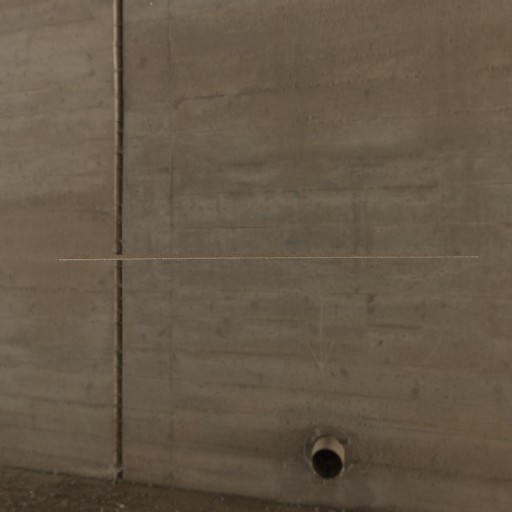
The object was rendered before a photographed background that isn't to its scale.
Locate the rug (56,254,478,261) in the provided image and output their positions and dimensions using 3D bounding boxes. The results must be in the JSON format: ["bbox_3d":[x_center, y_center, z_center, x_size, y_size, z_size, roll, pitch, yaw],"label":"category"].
[{"bbox_3d":[0.000,0.000,3.081,2.435,0.012,1.529,0,1,-20],"label":"rug"}]
